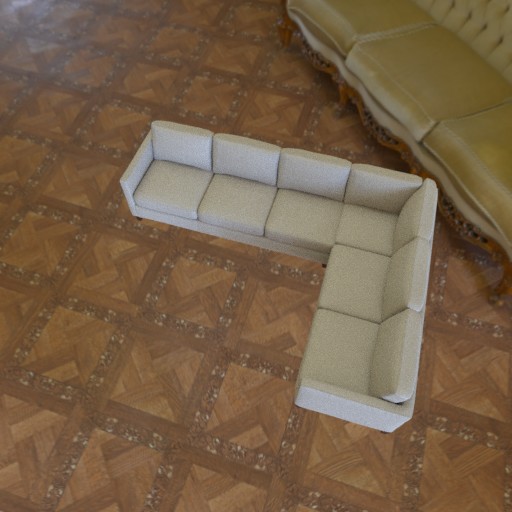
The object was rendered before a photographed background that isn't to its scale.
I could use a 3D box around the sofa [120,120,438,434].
[{"bbox_3d":[0.000,0.000,4.546,3.333,0.934,2.522,14,59,9],"label":"sofa"}]
